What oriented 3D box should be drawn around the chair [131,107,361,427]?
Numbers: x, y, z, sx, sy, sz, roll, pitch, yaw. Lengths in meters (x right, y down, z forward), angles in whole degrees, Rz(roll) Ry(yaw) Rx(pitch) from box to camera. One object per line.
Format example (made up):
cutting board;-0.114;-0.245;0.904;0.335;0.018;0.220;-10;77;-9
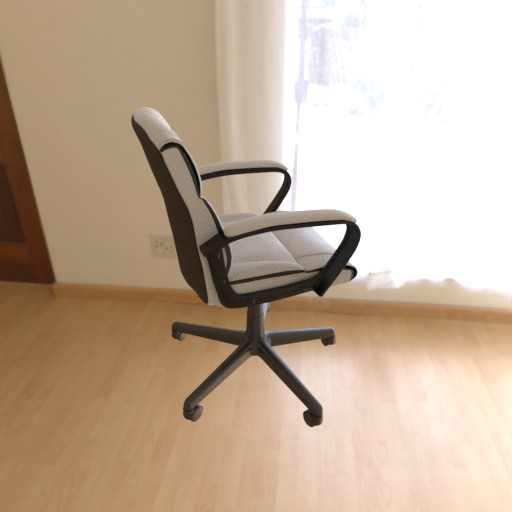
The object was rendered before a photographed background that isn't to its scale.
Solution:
chair;0.000;0.000;1.542;0.717;1.004;0.739;-9;30;-16
